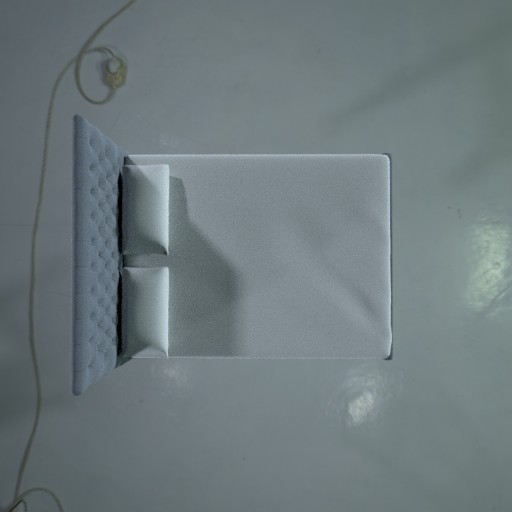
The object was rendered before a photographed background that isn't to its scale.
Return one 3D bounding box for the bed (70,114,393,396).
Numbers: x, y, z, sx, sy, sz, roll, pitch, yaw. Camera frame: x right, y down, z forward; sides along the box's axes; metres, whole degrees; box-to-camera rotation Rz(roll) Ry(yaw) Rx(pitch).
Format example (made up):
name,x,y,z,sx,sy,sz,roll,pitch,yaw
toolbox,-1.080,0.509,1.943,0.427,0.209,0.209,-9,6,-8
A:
name,x,y,z,sx,sy,sz,roll,pitch,yaw
bed,0.000,0.000,3.336,2.231,1.427,1.698,0,89,0
